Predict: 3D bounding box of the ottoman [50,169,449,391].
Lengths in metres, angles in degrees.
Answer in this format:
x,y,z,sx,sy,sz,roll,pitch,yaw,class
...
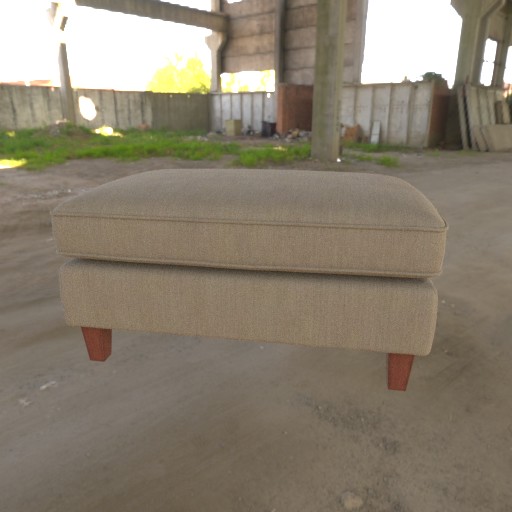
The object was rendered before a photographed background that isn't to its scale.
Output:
x,y,z,sx,sy,sz,roll,pitch,yaw,class
0.000,0.000,1.328,0.941,0.480,0.636,3,19,9,ottoman
